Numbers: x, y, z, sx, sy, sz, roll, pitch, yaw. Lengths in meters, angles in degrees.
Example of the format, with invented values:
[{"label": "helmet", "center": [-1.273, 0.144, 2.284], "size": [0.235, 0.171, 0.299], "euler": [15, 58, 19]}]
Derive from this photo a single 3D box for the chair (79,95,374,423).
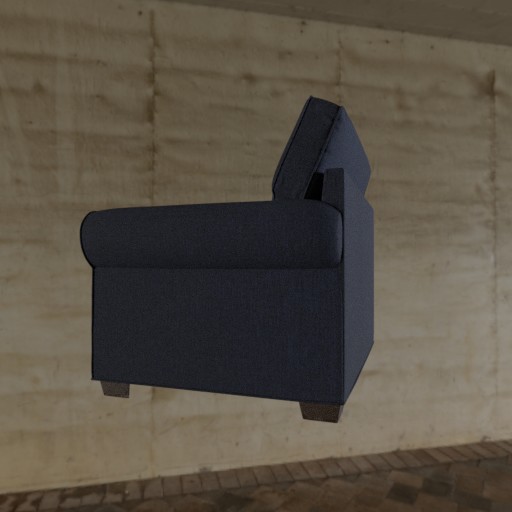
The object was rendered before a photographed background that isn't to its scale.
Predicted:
[{"label": "chair", "center": [0.000, 0.000, 2.017], "size": [0.963, 1.044, 1.285], "euler": [0, -1, 19]}]
